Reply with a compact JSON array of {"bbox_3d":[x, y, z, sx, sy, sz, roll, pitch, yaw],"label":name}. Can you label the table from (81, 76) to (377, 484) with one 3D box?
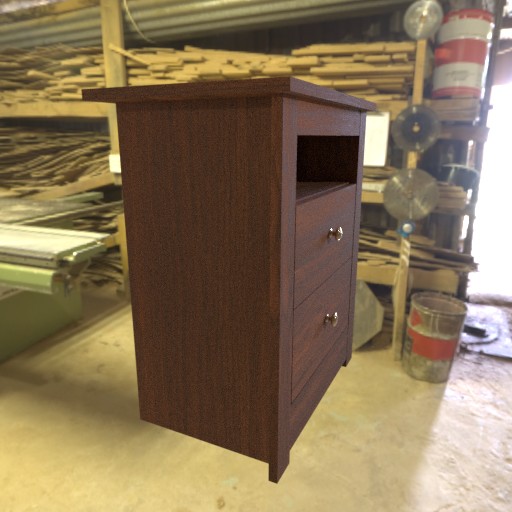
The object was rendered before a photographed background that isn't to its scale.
[{"bbox_3d":[0.000,0.000,1.053,0.406,0.711,0.589,7,17,25],"label":"table"}]
